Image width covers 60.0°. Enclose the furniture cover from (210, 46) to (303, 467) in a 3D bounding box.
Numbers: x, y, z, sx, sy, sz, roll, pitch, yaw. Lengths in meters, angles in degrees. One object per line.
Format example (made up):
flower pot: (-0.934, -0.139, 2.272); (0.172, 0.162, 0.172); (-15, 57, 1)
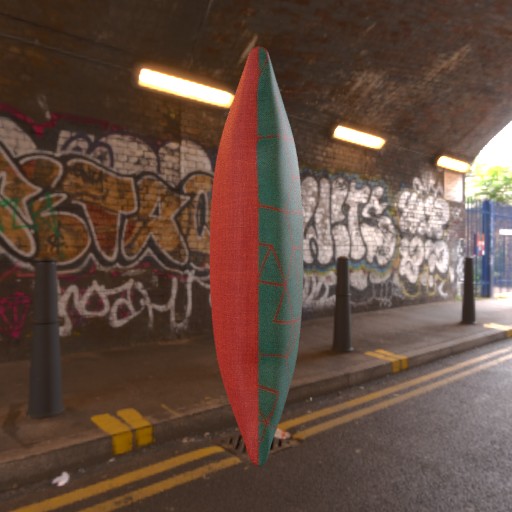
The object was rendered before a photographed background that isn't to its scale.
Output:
furniture cover: (0.000, 0.000, 0.789); (0.158, 0.508, 0.517); (0, 0, -1)
